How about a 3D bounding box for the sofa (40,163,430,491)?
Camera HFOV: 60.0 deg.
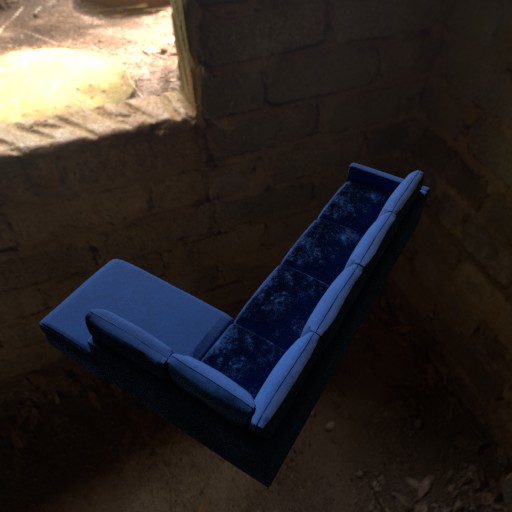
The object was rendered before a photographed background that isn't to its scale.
[{"bbox_3d":[0.000,0.000,3.194,1.707,0.687,2.486,24,51,22],"label":"sofa"}]
